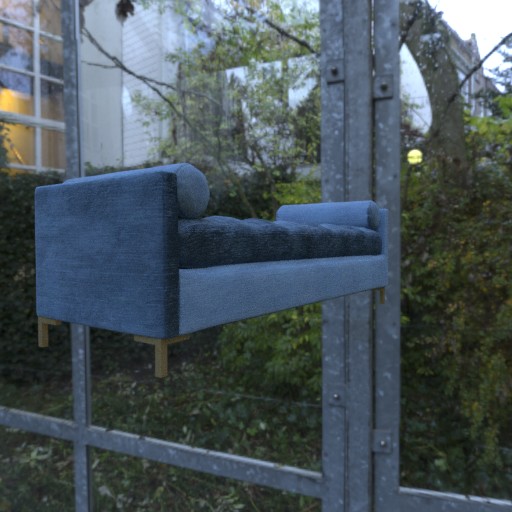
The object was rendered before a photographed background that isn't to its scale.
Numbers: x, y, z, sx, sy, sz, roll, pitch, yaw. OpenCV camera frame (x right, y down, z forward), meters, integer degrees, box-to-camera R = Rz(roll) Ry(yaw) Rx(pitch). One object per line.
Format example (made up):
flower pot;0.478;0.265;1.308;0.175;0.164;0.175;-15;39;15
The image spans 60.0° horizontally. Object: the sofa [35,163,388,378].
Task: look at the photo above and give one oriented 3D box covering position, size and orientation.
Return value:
sofa;0.000;0.000;2.444;0.796;0.705;2.102;1;2;35
